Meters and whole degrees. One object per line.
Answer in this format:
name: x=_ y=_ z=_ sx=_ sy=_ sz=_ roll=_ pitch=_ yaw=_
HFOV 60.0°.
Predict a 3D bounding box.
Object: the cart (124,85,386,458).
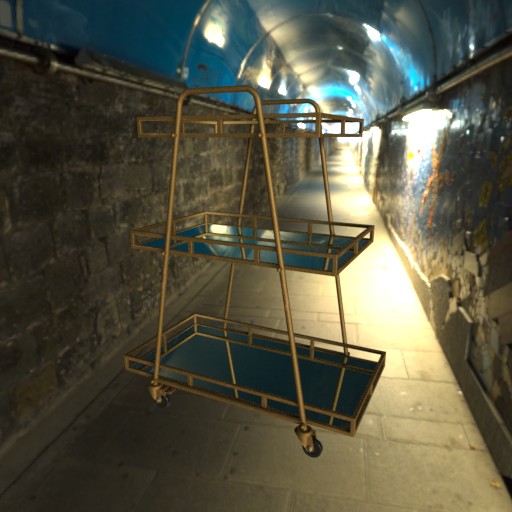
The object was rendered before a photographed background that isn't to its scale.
cart: x=0.000 y=0.000 z=1.281 sx=0.711 sy=0.883 sz=0.441 roll=7 pitch=17 yaw=26
